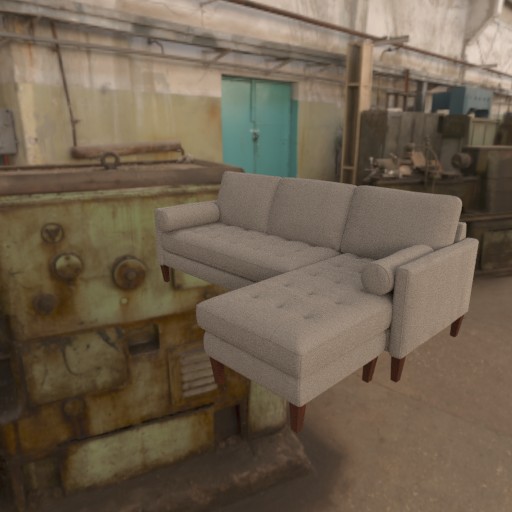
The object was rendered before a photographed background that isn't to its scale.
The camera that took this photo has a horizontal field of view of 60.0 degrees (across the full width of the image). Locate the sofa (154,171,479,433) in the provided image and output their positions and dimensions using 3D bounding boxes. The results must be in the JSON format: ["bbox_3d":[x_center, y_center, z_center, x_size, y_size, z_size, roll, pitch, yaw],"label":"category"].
[{"bbox_3d":[0.000,0.000,2.849,1.506,0.875,2.178,-16,23,-42],"label":"sofa"}]
